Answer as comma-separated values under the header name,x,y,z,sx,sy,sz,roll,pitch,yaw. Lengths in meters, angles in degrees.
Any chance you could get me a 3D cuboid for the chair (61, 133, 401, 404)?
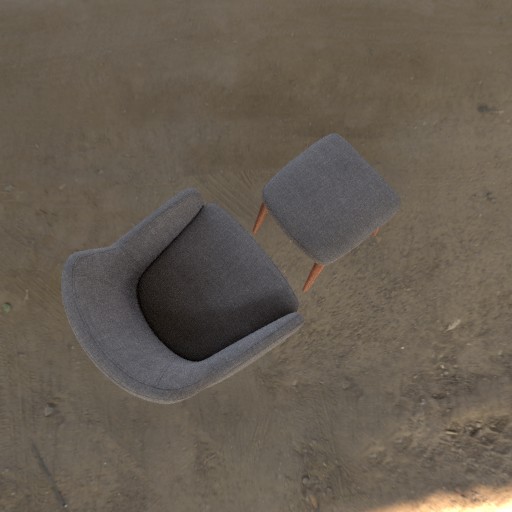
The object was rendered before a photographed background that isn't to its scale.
name,x,y,z,sx,sy,sz,roll,pitch,yaw
chair,0.000,0.000,1.568,1.107,0.799,0.584,-38,78,-9
